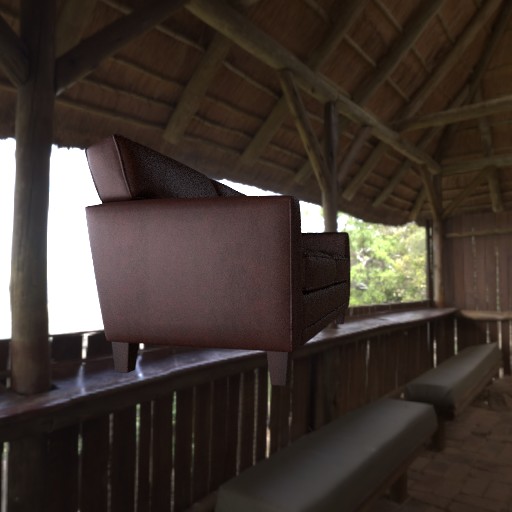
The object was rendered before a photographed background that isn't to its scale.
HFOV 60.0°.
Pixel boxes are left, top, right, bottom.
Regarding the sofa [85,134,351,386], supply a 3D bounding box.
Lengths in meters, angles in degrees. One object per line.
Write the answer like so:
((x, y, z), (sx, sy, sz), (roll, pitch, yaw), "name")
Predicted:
((0.000, 0.000, 2.450), (0.912, 0.928, 1.876), (0, -1, 18), "sofa")
